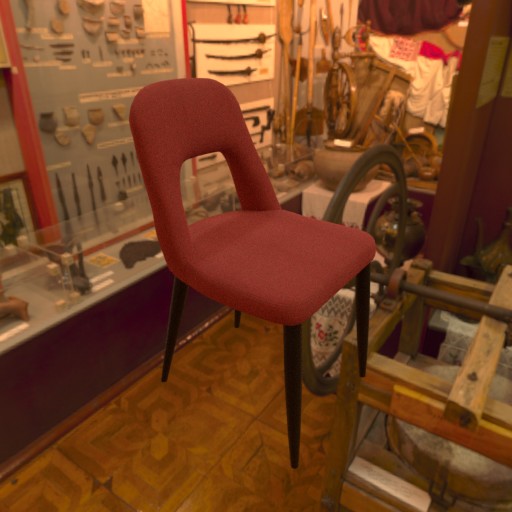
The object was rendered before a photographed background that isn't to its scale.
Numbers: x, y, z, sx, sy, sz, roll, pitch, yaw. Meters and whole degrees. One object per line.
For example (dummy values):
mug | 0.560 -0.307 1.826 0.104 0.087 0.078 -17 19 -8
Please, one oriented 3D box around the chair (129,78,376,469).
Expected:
chair | 0.000 0.000 1.234 0.569 0.892 0.483 18 32 32
